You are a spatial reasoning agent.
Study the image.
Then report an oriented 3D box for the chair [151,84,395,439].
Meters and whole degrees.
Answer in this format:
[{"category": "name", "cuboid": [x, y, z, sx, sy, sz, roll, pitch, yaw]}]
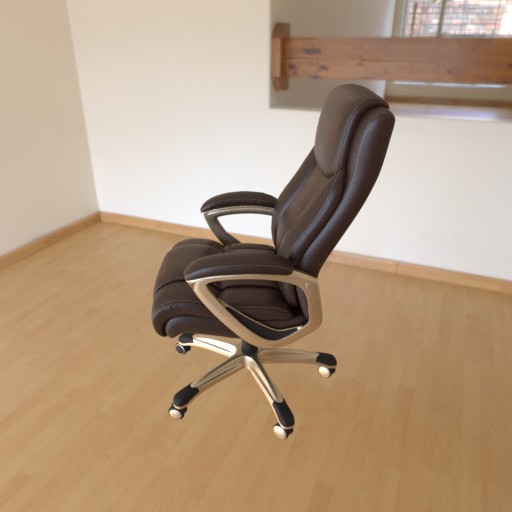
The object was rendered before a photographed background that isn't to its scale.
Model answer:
[{"category": "chair", "cuboid": [0.000, 0.000, 1.656, 0.749, 1.194, 0.692, -1, 26, -1]}]
